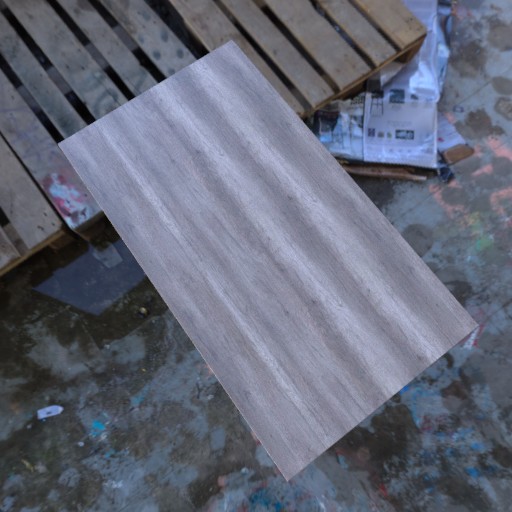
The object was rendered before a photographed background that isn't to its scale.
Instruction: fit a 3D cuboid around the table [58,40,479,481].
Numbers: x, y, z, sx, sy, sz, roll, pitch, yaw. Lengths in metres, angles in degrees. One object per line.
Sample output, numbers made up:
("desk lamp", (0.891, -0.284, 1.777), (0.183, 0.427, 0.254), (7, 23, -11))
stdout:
("table", (0.000, 0.000, 2.136), (0.900, 0.775, 1.600), (-35, 77, -9))
